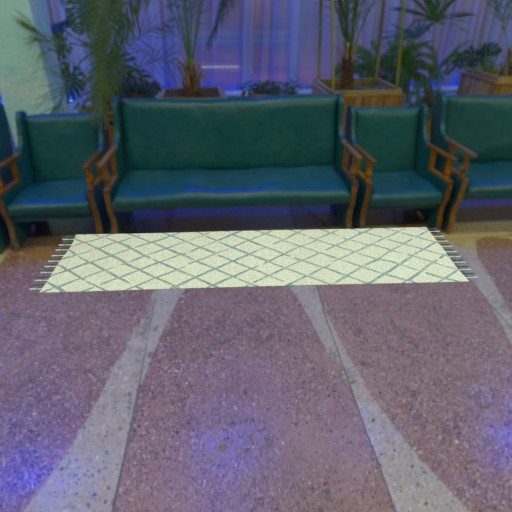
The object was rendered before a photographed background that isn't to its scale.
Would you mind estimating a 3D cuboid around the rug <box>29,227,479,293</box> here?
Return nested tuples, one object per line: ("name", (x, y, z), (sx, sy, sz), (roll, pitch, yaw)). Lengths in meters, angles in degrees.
("rug", (0.000, 0.000, 2.571), (2.372, 0.008, 0.620), (-1, 32, -2))
